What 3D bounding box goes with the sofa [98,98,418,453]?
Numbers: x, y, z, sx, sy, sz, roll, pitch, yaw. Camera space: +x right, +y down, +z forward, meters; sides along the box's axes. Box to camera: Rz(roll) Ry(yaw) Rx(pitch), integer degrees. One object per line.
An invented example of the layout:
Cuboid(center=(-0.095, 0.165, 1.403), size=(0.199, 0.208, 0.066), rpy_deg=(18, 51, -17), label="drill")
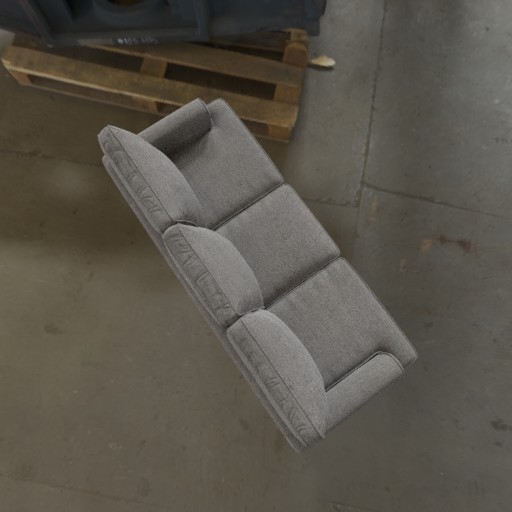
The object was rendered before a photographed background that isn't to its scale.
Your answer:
Cuboid(center=(0.000, 0.000, 2.772), size=(0.951, 0.965, 2.158), rpy_deg=(-34, 79, -8), label="sofa")
